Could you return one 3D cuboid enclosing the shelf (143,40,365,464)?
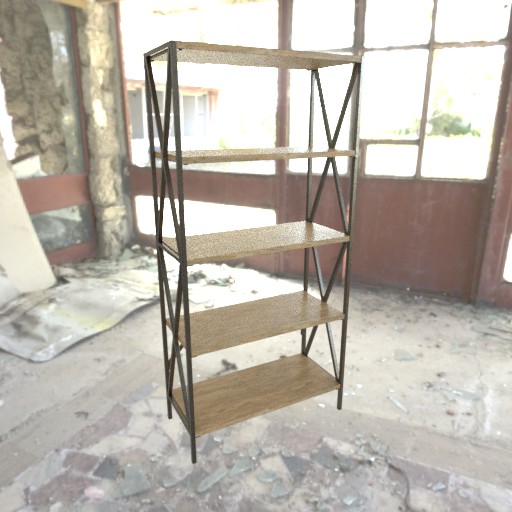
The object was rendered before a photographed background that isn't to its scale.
[{"bbox_3d":[0.000,0.000,2.165,0.874,1.803,0.386,-9,19,-27],"label":"shelf"}]
